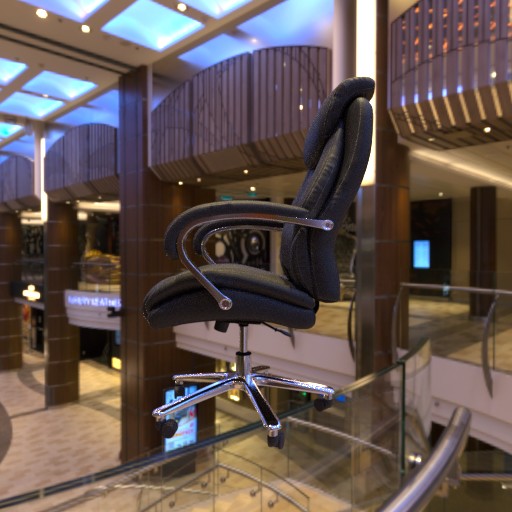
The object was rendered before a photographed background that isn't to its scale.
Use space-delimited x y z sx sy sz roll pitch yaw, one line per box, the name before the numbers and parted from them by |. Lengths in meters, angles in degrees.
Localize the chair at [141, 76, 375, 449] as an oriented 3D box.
chair | 0.000 0.000 1.661 0.790 1.183 0.755 0 1 -1
